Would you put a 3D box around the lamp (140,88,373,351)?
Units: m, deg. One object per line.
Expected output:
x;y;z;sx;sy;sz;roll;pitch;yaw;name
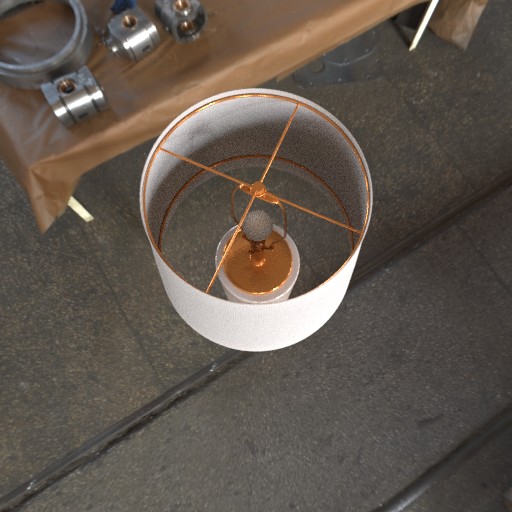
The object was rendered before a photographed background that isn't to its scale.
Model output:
0.000;0.000;0.448;0.189;0.340;0.189;0;75;0;lamp
